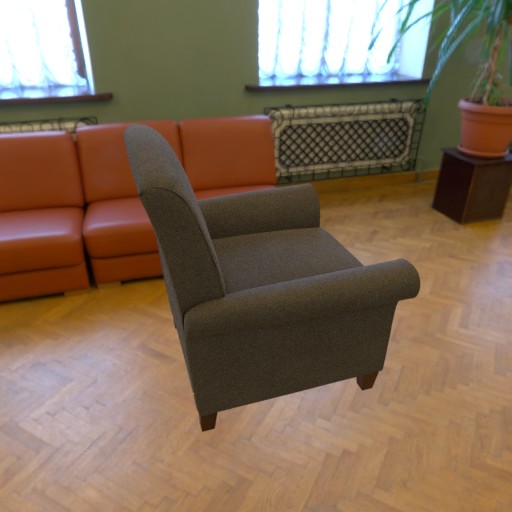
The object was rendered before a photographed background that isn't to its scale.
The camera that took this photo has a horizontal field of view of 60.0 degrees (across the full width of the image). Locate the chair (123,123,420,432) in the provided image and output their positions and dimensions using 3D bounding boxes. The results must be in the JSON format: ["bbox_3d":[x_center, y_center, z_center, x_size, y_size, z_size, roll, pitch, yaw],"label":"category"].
[{"bbox_3d":[0.000,0.000,1.832,0.905,1.061,0.978,-9,30,-16],"label":"chair"}]
